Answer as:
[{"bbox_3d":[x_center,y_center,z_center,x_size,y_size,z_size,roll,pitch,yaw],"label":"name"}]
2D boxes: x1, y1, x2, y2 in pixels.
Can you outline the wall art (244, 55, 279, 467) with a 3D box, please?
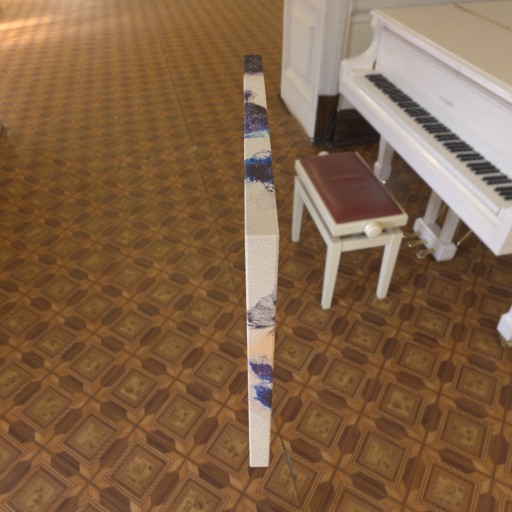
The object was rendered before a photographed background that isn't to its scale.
[{"bbox_3d":[0.000,0.000,0.923,0.039,0.609,0.609,-1,42,-1],"label":"wall art"}]
